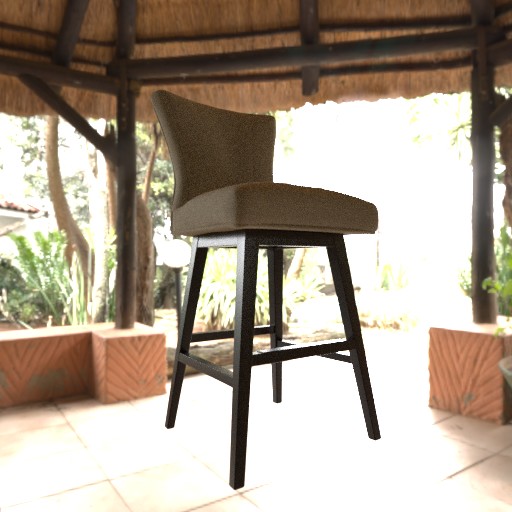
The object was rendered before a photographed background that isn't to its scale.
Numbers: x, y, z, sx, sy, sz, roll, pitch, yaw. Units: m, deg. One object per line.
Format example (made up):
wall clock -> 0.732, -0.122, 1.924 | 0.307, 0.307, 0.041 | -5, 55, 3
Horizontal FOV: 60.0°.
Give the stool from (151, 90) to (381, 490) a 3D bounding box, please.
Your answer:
stool -> 0.000, 0.000, 1.394 | 0.514, 1.086, 0.574 | 1, -1, -35
